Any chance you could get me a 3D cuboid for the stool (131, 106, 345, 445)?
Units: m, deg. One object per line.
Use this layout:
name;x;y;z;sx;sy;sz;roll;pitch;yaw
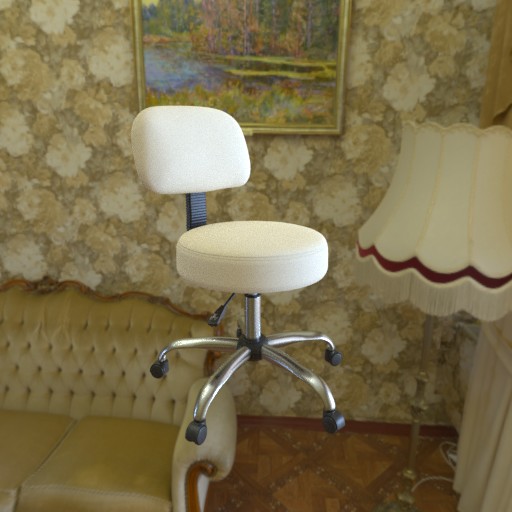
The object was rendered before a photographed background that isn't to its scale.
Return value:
stool;0.000;0.000;1.221;0.609;0.810;0.616;-14;21;-42
